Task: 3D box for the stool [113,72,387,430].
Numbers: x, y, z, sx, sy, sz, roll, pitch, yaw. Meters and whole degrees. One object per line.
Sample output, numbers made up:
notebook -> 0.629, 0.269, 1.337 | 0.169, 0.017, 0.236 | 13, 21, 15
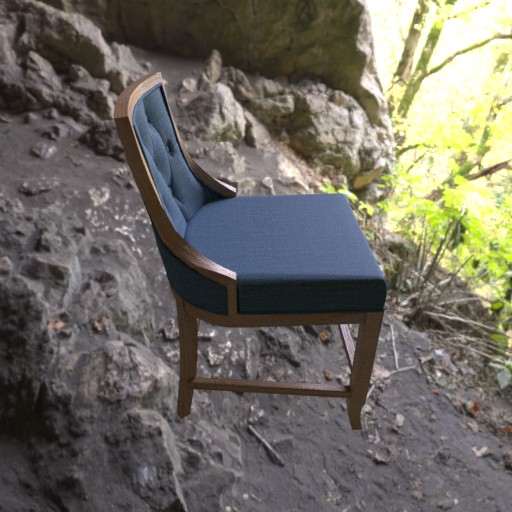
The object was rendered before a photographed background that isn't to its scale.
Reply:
stool -> 0.000, 0.000, 1.297 | 0.626, 0.938, 0.524 | -1, 33, -2
